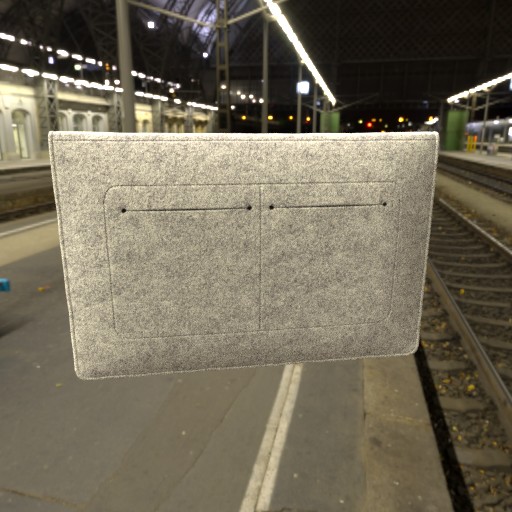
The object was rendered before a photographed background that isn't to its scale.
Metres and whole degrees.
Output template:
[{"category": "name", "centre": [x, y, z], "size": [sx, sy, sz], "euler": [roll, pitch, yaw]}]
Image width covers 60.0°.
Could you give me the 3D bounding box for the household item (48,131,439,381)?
[{"category": "household item", "centre": [0.000, 0.000, 0.408], "size": [0.335, 0.221, 0.057], "euler": [-2, 15, -9]}]
